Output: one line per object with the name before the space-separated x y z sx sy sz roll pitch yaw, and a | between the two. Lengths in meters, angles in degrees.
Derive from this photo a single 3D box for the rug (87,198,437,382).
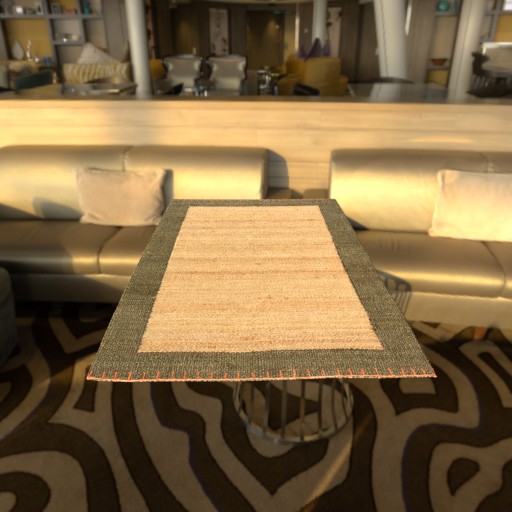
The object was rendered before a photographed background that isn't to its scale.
rug | 0.000 0.000 2.951 1.521 0.006 2.435 0 25 -1
